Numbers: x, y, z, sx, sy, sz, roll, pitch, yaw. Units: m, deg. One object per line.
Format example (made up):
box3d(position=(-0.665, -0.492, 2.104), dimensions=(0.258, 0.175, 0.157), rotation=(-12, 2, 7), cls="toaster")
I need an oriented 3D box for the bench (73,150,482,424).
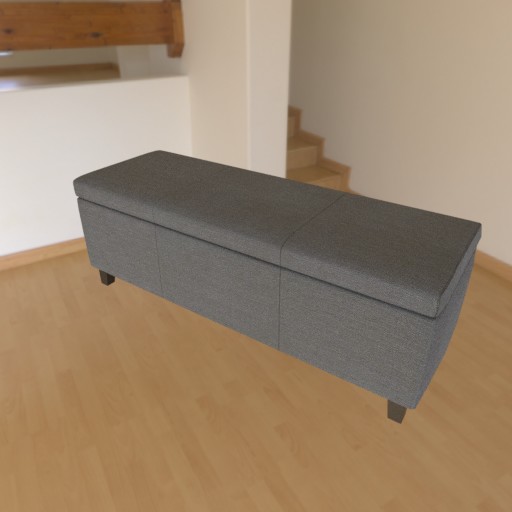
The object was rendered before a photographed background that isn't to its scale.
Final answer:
box3d(position=(0.000, 0.000, 1.483), dimensions=(1.269, 0.438, 0.446), rotation=(19, 35, 29), cls="bench")
